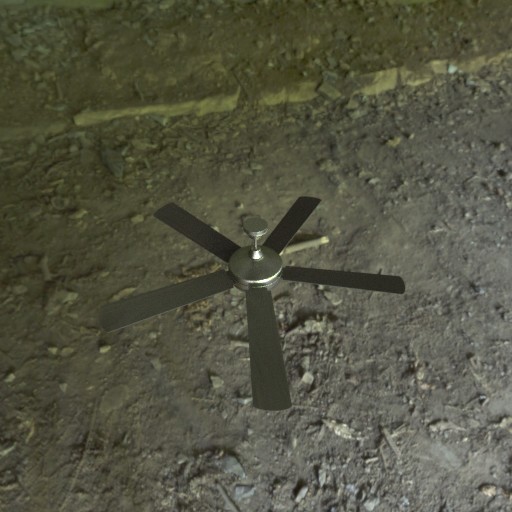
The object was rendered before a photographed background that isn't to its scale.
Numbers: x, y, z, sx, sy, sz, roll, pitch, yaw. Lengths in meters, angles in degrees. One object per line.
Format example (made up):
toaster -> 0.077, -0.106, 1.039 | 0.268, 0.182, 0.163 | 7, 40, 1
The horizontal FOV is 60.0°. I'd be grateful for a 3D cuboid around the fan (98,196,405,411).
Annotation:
fan -> 0.000, 0.000, 1.986 | 1.321, 0.356, 1.321 | 13, 43, 14
